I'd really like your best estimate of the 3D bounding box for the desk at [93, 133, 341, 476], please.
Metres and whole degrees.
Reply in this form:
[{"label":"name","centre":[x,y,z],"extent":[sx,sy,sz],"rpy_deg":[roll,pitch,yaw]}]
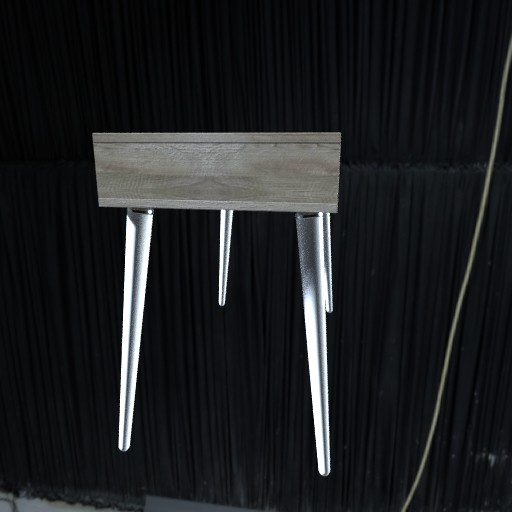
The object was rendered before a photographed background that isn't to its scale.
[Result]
[{"label":"desk","centre":[0.000,0.000,1.373],"extent":[0.491,0.723,0.979],"rpy_deg":[3,15,9]}]
